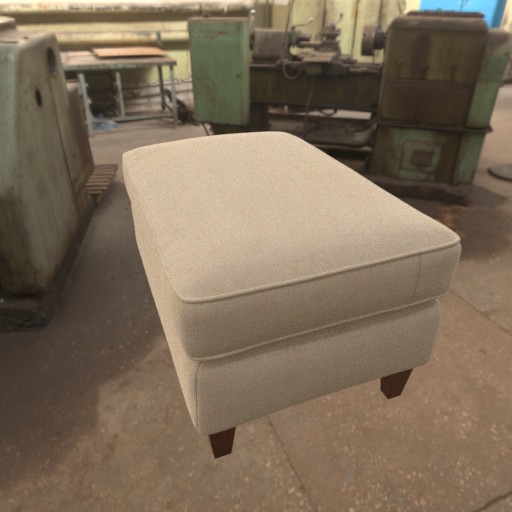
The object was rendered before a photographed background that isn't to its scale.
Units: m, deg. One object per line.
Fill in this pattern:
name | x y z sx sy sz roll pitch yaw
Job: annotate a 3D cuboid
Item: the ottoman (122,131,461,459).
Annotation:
ottoman | 0.000 0.000 1.211 0.583 0.484 0.862 -11 33 -18
